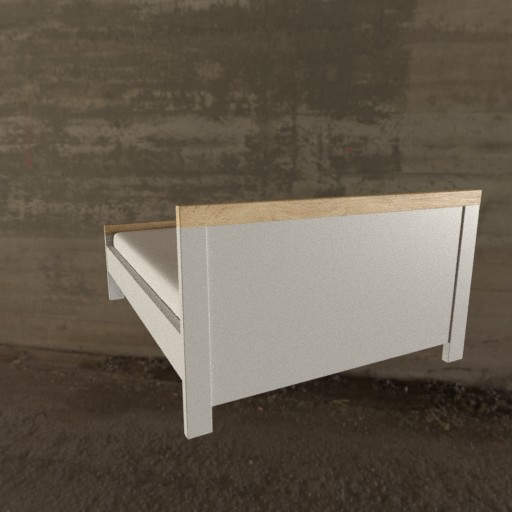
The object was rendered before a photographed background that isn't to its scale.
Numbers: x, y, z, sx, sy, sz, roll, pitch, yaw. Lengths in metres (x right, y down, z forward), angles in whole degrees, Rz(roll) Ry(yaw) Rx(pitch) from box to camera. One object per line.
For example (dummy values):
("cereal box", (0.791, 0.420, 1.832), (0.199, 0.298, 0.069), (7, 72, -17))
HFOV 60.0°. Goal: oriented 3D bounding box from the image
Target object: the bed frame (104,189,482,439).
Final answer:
("bed frame", (0.000, 0.000, 3.003), (1.670, 0.980, 2.050), (-7, 15, -26))
